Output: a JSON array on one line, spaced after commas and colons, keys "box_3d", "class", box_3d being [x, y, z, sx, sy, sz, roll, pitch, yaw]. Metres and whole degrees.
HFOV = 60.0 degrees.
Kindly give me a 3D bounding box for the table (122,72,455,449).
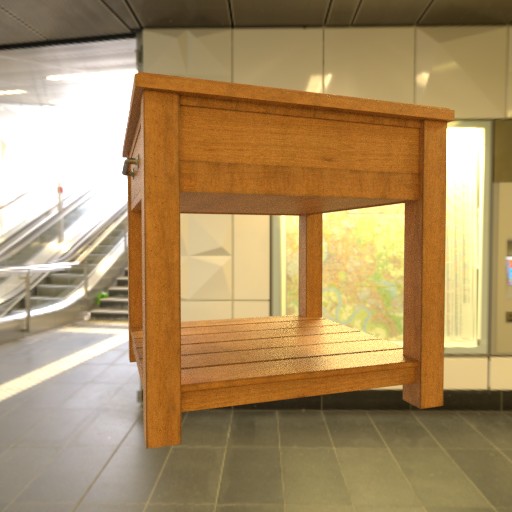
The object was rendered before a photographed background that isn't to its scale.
[{"box_3d": [0.000, 0.000, 1.070, 0.612, 0.593, 0.616, -1, 2, -19], "class": "table"}]
